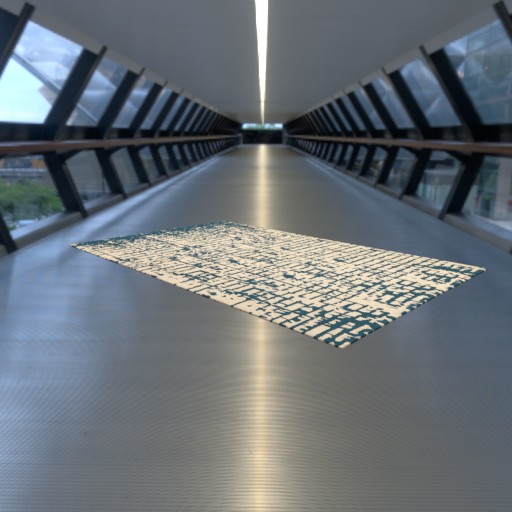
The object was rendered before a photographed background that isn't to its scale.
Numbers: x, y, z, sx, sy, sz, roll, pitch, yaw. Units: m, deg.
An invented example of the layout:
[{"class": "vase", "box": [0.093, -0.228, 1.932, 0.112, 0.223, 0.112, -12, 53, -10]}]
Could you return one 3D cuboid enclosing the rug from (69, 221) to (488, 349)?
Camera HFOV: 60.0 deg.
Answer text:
[{"class": "rug", "box": [0.000, 0.000, 2.987, 1.517, 0.011, 2.435, -14, 20, -43]}]
